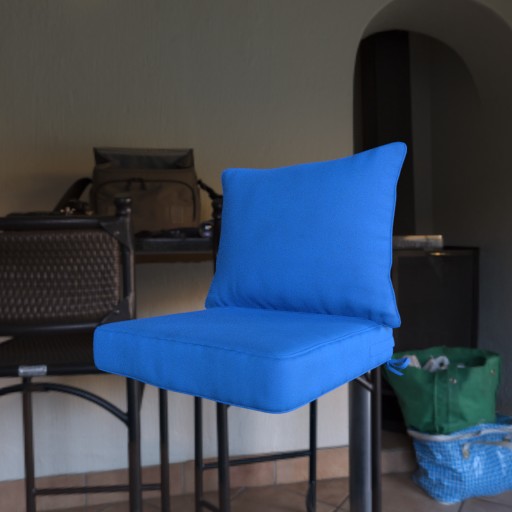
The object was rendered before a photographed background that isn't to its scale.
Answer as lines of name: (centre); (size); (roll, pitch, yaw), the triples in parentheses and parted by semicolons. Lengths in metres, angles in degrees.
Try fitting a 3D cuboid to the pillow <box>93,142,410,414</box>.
pillow: (0.000, 0.000, 1.392); (0.798, 0.725, 0.733); (0, 0, 37)
